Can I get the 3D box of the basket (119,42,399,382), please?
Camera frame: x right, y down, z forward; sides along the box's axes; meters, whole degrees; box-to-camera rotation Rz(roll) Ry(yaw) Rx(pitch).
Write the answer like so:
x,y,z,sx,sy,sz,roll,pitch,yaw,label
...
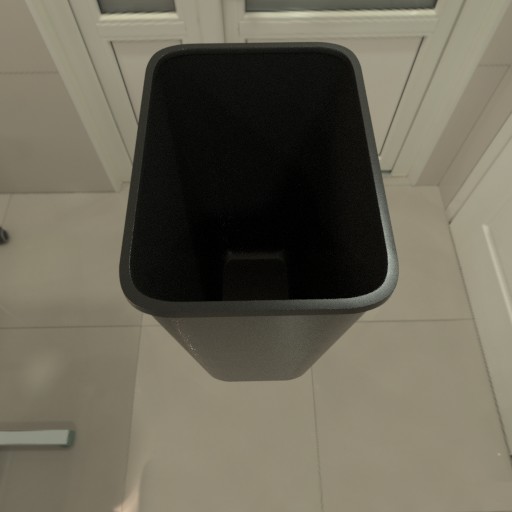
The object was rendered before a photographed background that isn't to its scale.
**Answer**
x,y,z,sx,sy,sz,roll,pitch,yaw,label
0.000,0.000,0.750,0.287,0.521,0.394,-1,62,-1,basket
